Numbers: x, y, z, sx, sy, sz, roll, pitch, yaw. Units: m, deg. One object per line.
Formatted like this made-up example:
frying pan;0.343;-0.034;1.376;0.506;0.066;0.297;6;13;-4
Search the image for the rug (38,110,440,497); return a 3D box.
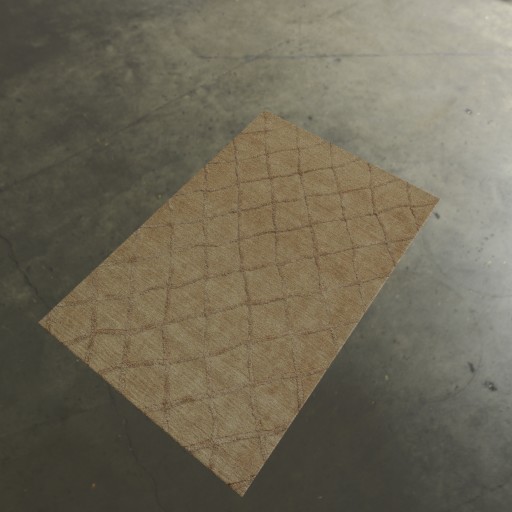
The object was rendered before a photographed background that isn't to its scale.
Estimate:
rug;0.000;0.000;2.875;1.528;0.014;2.292;32;64;18
